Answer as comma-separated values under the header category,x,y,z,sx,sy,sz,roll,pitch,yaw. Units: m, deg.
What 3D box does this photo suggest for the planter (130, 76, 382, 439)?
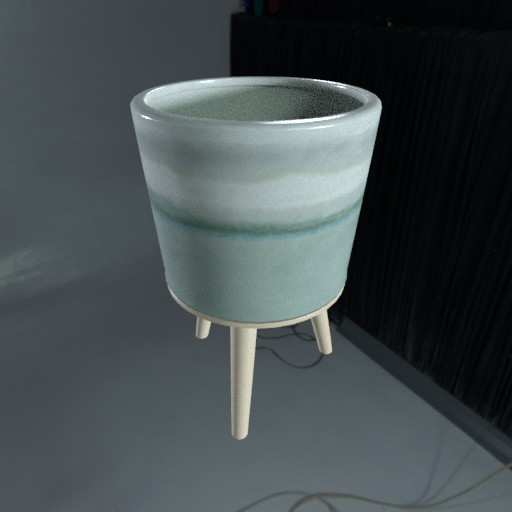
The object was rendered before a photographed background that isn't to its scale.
category,x,y,z,sx,sy,sz,roll,pitch,yaw
planter,0.000,0.000,0.580,0.265,0.404,0.265,-21,36,-31
